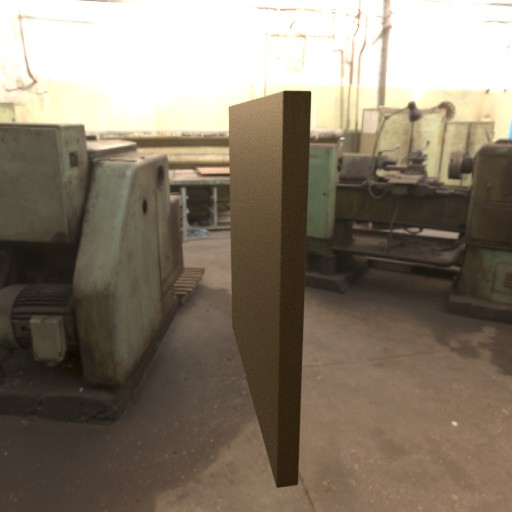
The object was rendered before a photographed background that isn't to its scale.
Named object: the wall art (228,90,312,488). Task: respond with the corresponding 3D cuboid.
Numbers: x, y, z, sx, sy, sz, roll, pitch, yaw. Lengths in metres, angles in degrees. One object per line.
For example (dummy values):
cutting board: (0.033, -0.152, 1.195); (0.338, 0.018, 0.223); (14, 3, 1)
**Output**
wall art: (0.000, 0.000, 0.766); (0.031, 0.506, 0.503); (-3, 17, -9)
